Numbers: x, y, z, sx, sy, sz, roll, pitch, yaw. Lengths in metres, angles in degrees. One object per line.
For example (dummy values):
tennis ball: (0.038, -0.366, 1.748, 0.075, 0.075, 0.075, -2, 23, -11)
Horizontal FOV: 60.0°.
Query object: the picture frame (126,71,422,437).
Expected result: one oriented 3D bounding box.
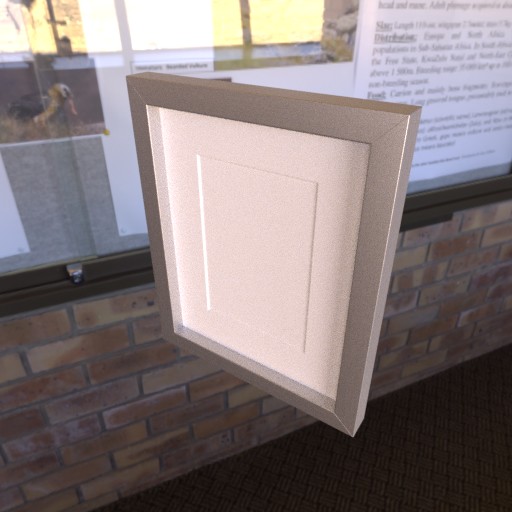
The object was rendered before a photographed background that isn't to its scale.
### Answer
picture frame: (0.000, 0.000, 0.391, 0.233, 0.282, 0.036, 19, 36, 29)
